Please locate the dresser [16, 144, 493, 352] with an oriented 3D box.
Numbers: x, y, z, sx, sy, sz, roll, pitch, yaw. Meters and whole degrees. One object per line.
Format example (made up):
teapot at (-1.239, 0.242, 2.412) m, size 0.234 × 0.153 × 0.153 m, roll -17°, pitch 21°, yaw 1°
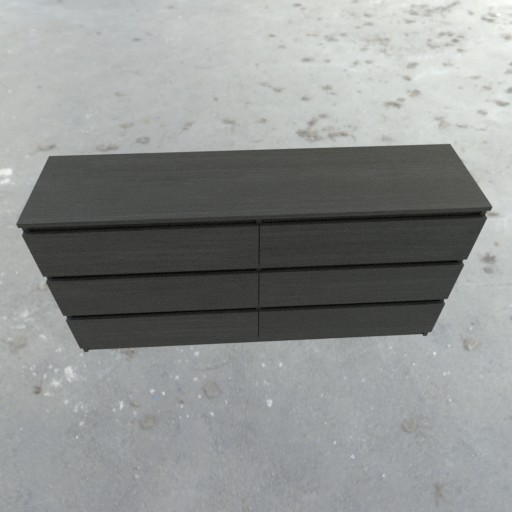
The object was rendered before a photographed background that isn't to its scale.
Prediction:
dresser at (0.000, 0.000, 1.899) m, size 1.590 × 0.795 × 0.400 m, roll -2°, pitch 46°, yaw -2°
